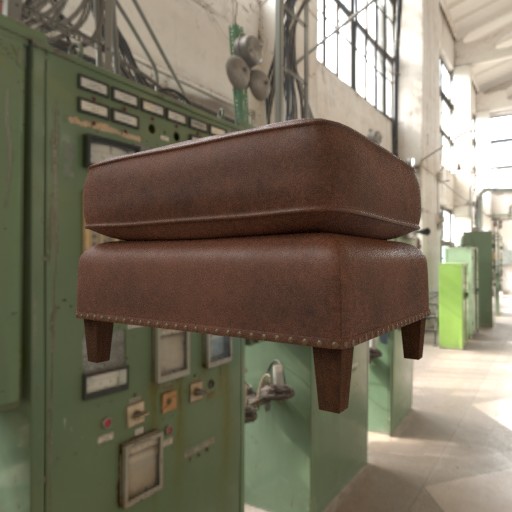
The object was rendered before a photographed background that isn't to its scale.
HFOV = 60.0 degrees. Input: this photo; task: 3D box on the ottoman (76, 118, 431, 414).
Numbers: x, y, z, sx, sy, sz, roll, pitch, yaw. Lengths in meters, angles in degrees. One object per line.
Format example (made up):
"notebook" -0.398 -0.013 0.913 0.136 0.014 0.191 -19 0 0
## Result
"ottoman" 0.000 0.000 1.146 0.738 0.537 0.589 -1 -1 35
